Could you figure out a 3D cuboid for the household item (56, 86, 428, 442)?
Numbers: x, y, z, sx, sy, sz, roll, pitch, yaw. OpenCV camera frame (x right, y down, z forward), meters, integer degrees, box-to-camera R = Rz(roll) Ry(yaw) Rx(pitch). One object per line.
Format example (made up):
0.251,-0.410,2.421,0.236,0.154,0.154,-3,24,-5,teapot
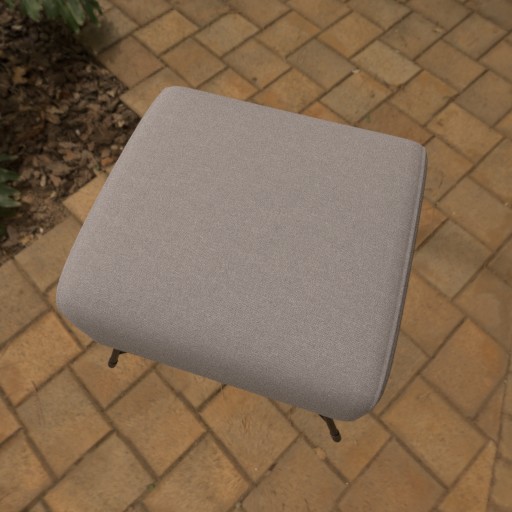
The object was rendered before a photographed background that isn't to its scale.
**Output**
0.000,0.000,0.875,0.530,0.410,0.530,16,65,7,household item
